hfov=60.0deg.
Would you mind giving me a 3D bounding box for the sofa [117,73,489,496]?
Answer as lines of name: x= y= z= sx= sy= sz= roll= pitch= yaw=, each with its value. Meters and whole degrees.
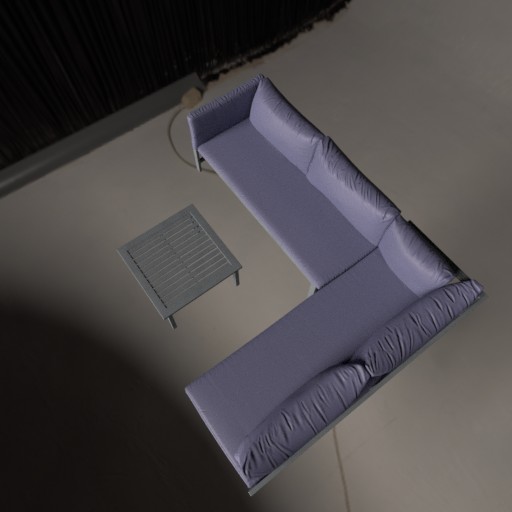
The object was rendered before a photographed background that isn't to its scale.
sofa: x=0.000 y=0.000 z=2.866 sx=1.658 sy=0.762 sz=2.149 roll=-34 pitch=69 yaw=-15
